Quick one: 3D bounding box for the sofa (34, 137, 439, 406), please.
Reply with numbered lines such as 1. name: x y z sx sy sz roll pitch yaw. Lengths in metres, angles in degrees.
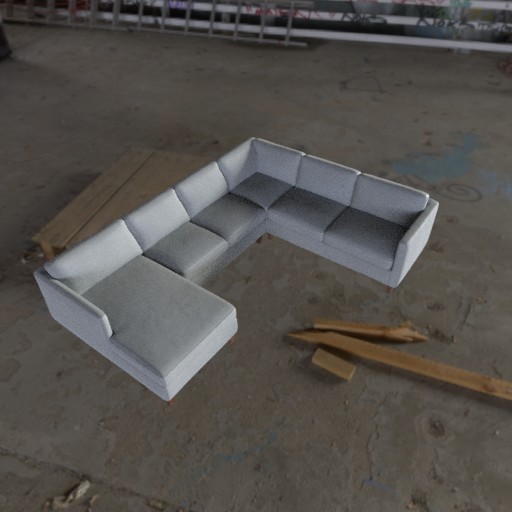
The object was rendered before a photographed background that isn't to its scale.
1. sofa: 0.000 0.000 4.465 2.551 0.853 3.238 25 47 27
